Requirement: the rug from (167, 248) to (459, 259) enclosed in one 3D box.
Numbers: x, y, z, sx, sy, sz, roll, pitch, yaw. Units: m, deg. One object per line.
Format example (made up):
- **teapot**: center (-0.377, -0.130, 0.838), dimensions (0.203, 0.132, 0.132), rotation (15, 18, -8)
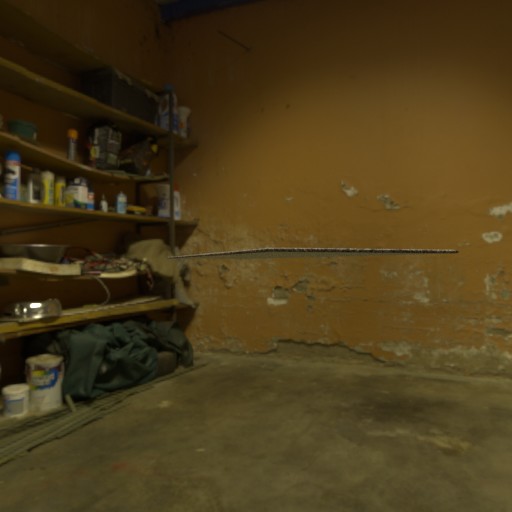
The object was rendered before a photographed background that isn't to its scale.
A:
- **rug**: center (0.000, 0.000, 2.506), dimensions (0.719, 0.013, 2.305), rotation (0, -1, -19)
